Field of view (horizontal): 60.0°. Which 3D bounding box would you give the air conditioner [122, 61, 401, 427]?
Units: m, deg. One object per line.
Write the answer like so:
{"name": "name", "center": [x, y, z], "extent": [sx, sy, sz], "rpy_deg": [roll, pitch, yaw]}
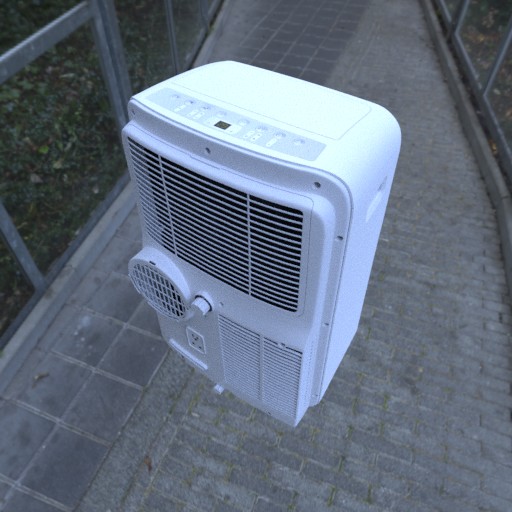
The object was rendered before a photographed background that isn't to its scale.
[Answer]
{"name": "air conditioner", "center": [0.000, 0.000, 0.940], "extent": [0.454, 0.700, 0.365], "rpy_deg": [26, 52, 23]}
